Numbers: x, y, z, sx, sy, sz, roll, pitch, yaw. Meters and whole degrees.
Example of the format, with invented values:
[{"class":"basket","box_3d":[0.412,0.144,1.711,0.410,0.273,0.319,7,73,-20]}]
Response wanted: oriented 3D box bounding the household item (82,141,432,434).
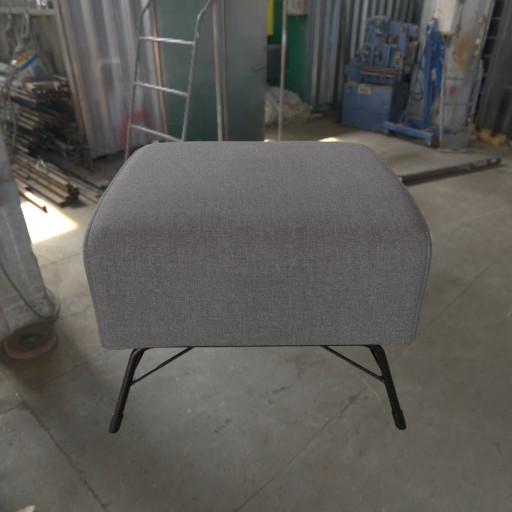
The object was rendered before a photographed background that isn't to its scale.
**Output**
[{"class":"household item","box_3d":[0.000,0.000,0.908,0.530,0.410,0.530,0,30,-1]}]
